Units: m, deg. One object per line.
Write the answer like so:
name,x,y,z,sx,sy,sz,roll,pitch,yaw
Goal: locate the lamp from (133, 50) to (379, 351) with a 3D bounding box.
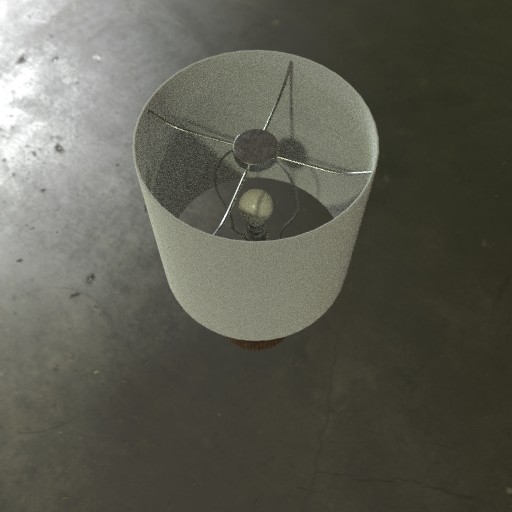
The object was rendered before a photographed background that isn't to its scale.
lamp,0.000,0.000,0.462,0.186,0.369,0.186,0,64,0
